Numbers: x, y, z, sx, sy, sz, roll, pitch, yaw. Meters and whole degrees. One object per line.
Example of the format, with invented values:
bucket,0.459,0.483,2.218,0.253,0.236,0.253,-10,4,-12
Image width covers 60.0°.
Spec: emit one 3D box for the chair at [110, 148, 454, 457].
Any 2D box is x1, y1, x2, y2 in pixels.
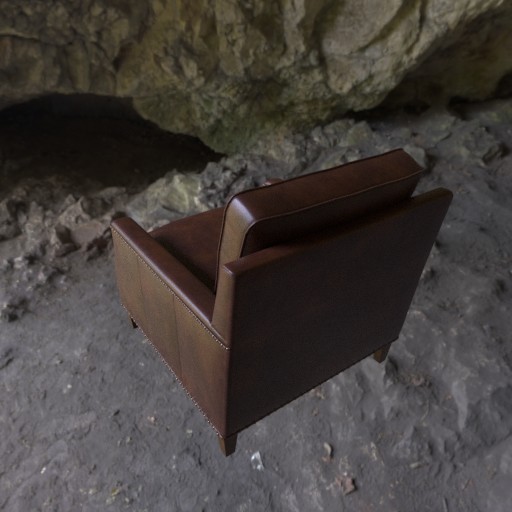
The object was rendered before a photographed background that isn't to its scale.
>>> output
chair,0.000,0.000,1.730,0.853,0.929,1.014,-20,36,-30
